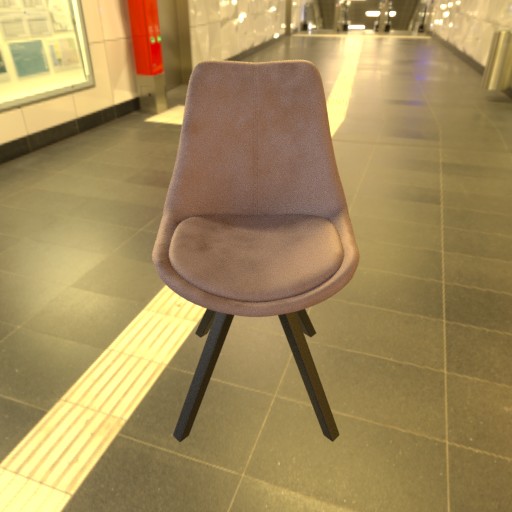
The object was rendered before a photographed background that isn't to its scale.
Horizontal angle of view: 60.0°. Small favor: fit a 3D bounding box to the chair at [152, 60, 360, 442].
[{"bbox_3d":[0.000,0.000,1.135,0.483,0.865,0.547,0,31,0],"label":"chair"}]
